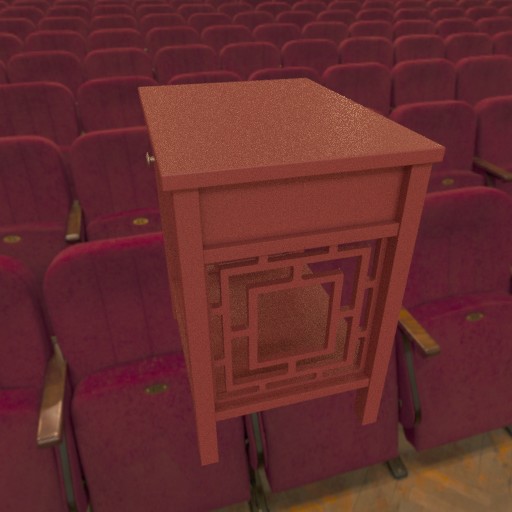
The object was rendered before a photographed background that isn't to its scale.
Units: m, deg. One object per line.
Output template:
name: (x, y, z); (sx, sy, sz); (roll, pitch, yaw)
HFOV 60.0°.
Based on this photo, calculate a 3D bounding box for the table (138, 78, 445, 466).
table: (0.000, 0.000, 1.069); (0.451, 0.686, 0.599); (-8, 33, -13)
